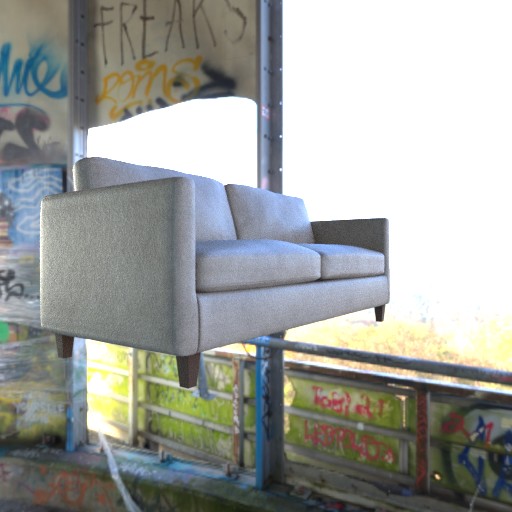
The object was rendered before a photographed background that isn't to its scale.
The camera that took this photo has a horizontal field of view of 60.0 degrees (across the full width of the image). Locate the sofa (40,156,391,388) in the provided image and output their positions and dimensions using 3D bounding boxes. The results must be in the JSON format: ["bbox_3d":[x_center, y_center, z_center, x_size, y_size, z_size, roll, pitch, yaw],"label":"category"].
[{"bbox_3d":[0.000,0.000,2.684,0.951,0.965,2.208,0,0,36],"label":"sofa"}]
